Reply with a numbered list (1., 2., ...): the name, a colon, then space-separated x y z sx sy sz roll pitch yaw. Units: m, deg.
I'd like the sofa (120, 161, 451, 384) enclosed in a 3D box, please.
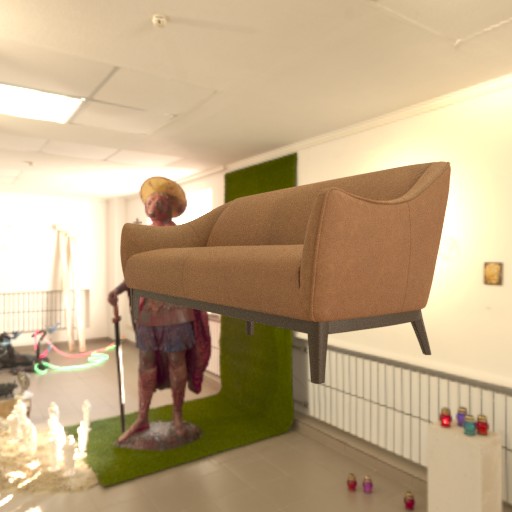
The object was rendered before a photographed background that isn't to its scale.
1. sofa: 0.000 0.000 2.364 0.869 0.830 1.928 0 0 -35
